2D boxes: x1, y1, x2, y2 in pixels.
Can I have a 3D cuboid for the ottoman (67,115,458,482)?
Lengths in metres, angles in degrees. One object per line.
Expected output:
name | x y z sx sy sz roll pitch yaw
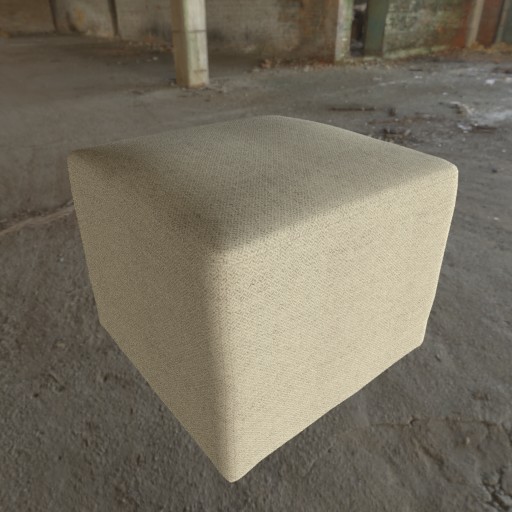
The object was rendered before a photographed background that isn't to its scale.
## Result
ottoman | 0.000 0.000 0.875 0.521 0.453 0.512 -22 36 -33
